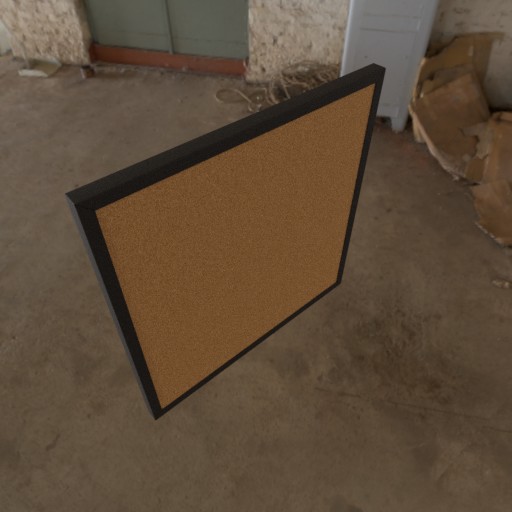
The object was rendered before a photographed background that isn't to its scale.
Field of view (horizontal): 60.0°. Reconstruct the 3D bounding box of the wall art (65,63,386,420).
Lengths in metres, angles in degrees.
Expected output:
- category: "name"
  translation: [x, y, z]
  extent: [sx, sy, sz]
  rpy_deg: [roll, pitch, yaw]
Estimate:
- category: "wall art"
  translation: [0.000, 0.000, 1.132]
  extent: [0.763, 0.763, 0.037]
  rpy_deg: [-32, 54, -27]
